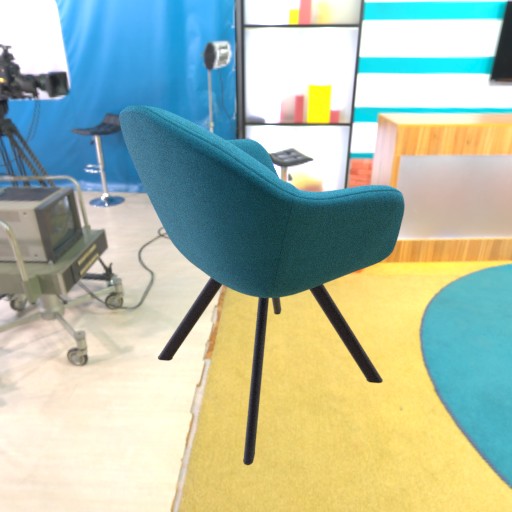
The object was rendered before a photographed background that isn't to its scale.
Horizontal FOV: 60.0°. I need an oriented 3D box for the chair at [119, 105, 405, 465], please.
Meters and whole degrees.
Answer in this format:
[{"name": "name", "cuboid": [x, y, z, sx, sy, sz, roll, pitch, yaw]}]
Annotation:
[{"name": "chair", "cuboid": [0.000, 0.000, 1.127, 0.565, 0.775, 0.545, -18, 31, -32]}]
